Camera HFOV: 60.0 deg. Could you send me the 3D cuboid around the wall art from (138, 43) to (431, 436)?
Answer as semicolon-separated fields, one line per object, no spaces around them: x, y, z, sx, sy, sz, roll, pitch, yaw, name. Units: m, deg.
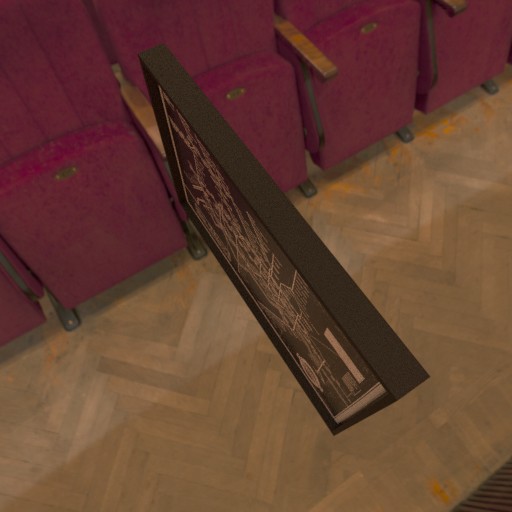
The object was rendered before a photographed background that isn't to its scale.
0.000;0.000;0.834;0.051;0.456;0.671;-30;67;-14;wall art
